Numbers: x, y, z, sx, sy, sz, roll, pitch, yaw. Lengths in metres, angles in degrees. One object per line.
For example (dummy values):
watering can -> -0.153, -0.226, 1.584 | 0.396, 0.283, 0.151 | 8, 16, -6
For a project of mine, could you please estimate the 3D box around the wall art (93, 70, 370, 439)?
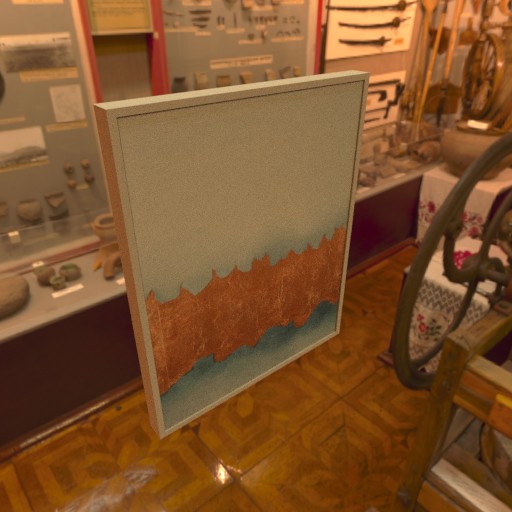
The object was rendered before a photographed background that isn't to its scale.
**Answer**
wall art -> 0.000, 0.000, 0.761 | 0.451, 0.553, 0.039 | -22, 37, -32
